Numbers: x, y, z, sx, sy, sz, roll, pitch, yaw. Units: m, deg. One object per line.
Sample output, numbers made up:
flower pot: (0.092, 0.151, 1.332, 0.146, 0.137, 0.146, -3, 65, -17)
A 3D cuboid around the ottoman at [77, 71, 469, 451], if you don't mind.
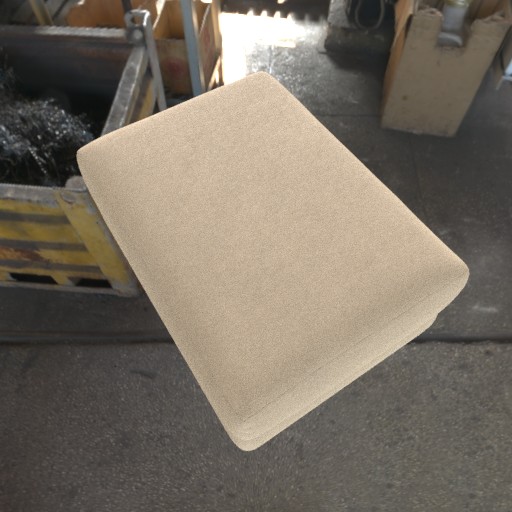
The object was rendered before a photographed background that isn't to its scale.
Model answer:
ottoman: (0.000, 0.000, 1.132, 0.569, 0.504, 0.773, -29, 63, -16)
